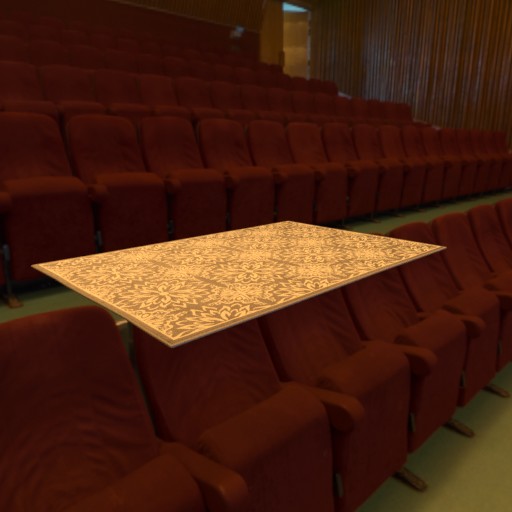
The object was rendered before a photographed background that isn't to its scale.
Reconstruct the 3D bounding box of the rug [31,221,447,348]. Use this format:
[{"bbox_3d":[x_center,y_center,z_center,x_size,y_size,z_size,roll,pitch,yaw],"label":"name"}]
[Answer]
[{"bbox_3d":[0.000,0.000,2.335,1.847,0.012,1.224,-13,19,-42],"label":"rug"}]
